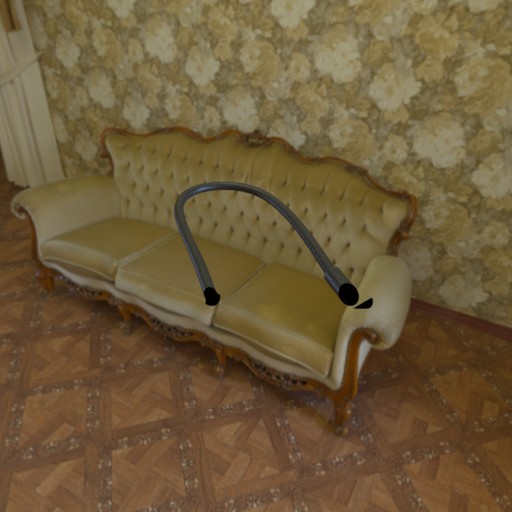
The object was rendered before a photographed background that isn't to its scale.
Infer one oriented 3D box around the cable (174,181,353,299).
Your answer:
[{"bbox_3d":[0.000,0.000,0.114,0.040,0.006,0.098,-9,33,-14],"label":"cable"}]
